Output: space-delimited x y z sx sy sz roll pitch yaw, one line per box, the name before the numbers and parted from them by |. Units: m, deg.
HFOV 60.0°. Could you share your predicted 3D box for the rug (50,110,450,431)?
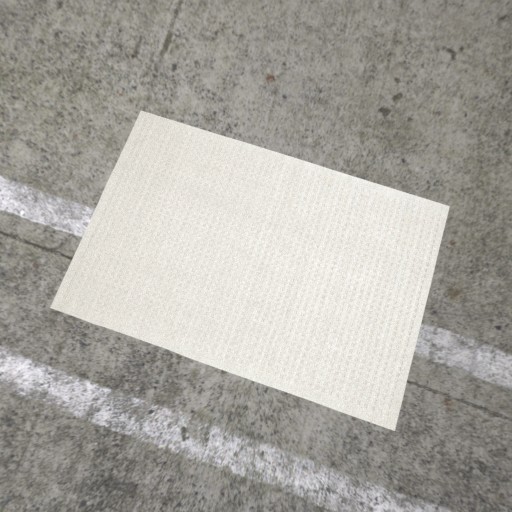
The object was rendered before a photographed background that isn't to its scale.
rug | 0.000 0.000 2.943 2.289 0.006 1.523 18 77 5
